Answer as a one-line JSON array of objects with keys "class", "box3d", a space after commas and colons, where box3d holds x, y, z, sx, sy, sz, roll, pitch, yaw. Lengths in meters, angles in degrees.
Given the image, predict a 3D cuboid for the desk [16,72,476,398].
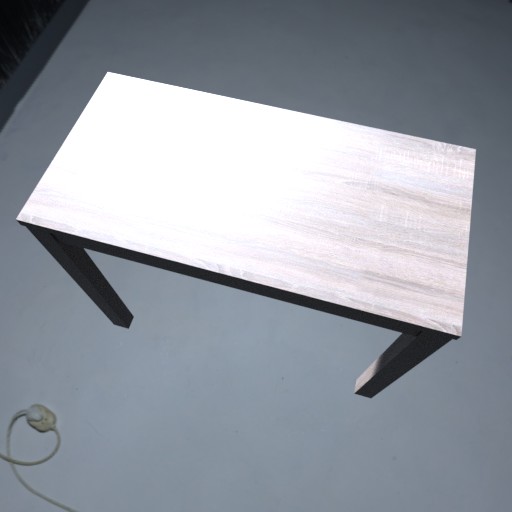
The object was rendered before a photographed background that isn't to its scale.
[{"class": "desk", "box3d": [0.000, 0.000, 1.389, 0.991, 0.762, 0.495, 14, 64, 7]}]
